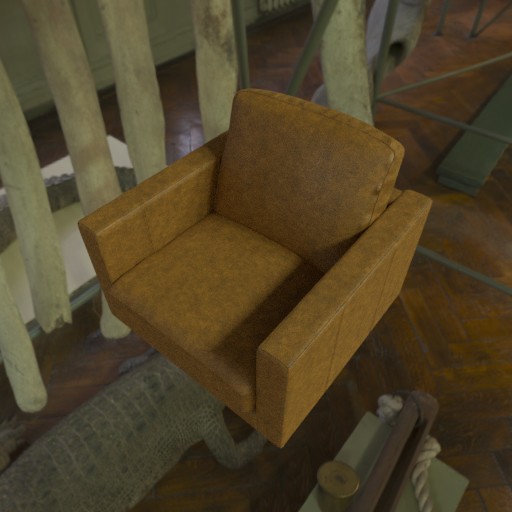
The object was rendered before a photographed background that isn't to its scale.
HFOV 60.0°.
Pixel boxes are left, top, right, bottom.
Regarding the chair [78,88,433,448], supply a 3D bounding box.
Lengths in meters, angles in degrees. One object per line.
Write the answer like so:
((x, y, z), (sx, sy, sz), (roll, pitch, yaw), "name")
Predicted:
((0.000, 0.000, 1.666), (0.890, 0.956, 0.909), (30, 53, 26), "chair")
